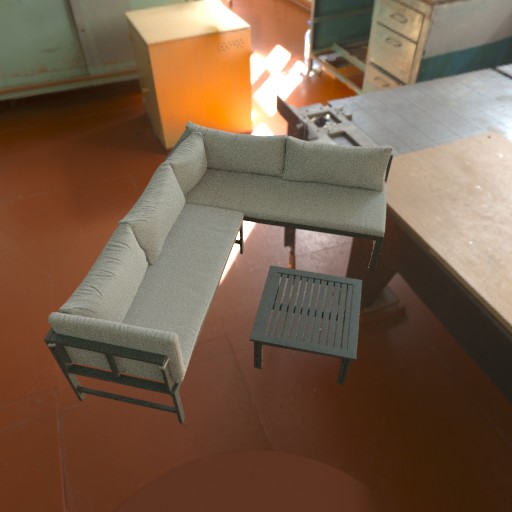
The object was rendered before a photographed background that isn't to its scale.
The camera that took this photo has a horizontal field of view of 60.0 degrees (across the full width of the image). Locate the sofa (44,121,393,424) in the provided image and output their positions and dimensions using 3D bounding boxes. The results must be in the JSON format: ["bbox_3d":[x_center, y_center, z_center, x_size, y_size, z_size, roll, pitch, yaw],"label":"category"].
[{"bbox_3d":[0.000,0.000,2.929,1.658,0.758,2.096,9,45,9],"label":"sofa"}]
